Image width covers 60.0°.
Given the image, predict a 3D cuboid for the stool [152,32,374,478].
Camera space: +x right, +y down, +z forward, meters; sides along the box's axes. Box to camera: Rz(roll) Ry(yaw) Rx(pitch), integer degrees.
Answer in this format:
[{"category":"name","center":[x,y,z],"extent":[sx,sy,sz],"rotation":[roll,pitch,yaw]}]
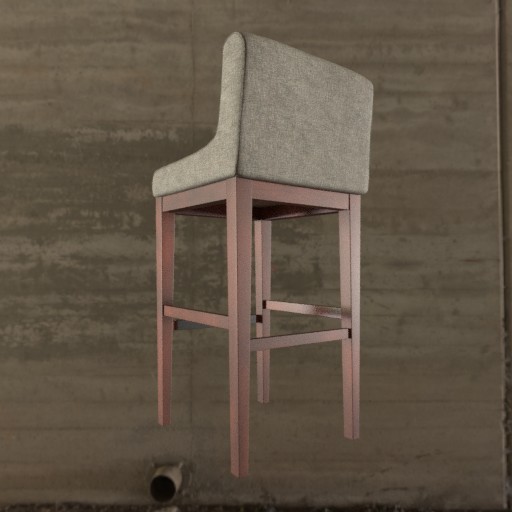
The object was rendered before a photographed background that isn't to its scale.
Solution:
[{"category":"stool","center":[0.000,0.000,1.231],"extent":[0.426,0.965,0.499],"rotation":[1,-2,-36]}]
